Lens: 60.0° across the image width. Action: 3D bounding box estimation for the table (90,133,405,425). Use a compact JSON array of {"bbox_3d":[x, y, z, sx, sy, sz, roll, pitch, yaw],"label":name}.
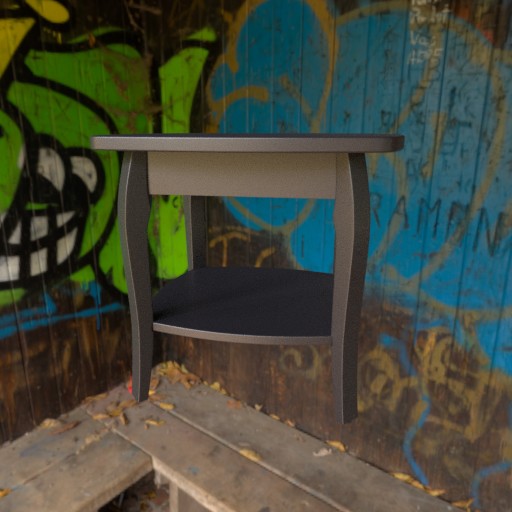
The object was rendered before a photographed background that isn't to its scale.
[{"bbox_3d":[0.000,0.000,0.864,0.508,0.457,0.457,3,16,10],"label":"table"}]
